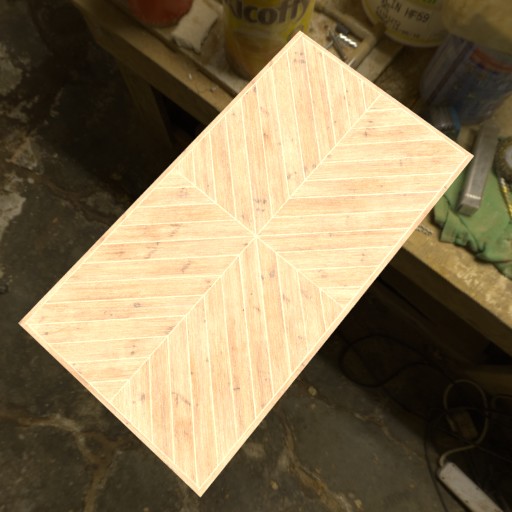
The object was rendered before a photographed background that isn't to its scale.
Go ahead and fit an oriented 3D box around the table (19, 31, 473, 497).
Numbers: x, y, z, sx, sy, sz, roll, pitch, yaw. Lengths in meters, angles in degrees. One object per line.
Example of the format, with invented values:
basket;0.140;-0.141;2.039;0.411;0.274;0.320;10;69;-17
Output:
table;0.000;0.000;2.246;0.991;0.762;1.803;40;80;8
